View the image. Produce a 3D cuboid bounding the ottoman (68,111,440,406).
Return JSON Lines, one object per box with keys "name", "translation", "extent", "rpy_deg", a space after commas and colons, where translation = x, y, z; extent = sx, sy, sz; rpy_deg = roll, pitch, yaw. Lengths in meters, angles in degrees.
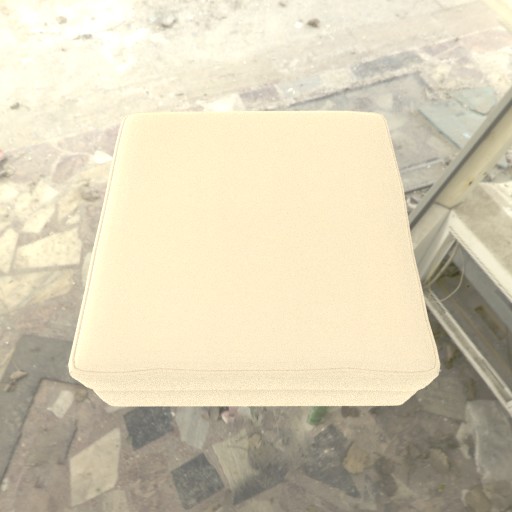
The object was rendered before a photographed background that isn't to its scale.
{"name": "ottoman", "translation": [0.000, 0.000, 1.326], "extent": [0.838, 0.479, 0.838], "rpy_deg": [0, 59, 0]}
